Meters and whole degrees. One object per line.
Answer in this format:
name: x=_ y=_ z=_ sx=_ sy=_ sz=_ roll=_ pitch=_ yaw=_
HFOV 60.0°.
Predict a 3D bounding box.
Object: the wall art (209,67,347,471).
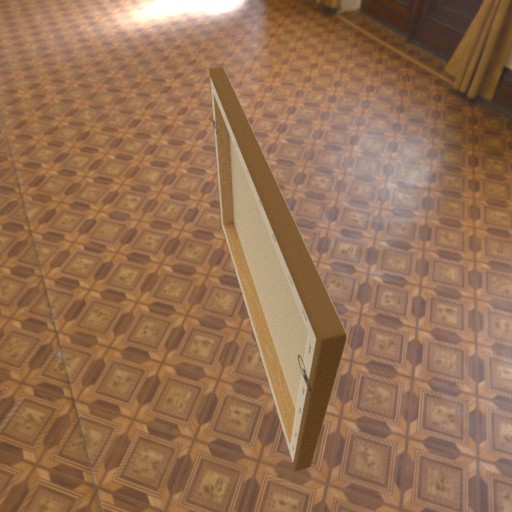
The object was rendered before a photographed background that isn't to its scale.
wall art: x=0.000 y=0.000 z=0.488 sx=0.019 sy=0.254 sz=0.380 roll=-11 pitch=49 yaw=-10
